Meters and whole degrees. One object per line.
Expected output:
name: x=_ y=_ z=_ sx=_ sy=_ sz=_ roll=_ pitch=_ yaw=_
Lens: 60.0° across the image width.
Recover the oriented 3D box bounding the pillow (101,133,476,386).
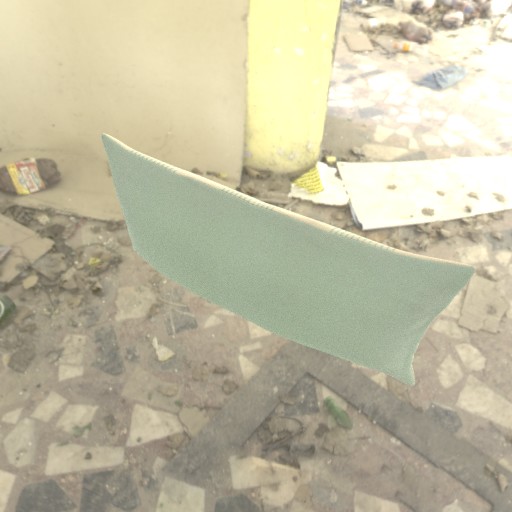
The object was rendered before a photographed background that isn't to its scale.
pillow: x=0.000 y=0.000 z=0.736 sx=0.610 sy=0.287 sz=0.151 roll=23 pitch=50 yaw=21
